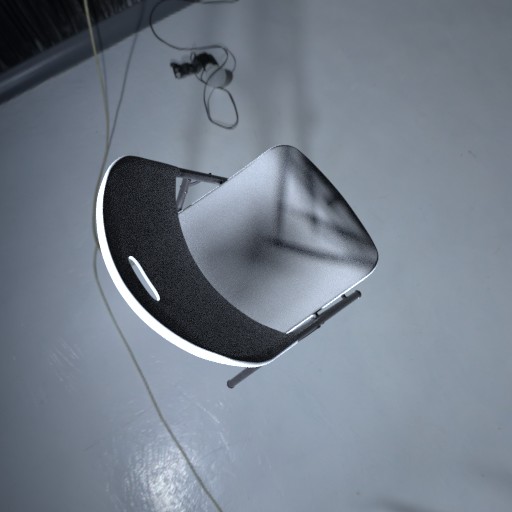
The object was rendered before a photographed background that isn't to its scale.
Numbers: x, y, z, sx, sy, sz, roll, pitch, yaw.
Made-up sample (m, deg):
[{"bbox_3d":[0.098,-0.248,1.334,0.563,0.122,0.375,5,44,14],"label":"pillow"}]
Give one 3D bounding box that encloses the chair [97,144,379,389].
[{"bbox_3d":[0.000,0.000,1.173,0.566,0.810,0.494,-34,78,-8],"label":"chair"}]
